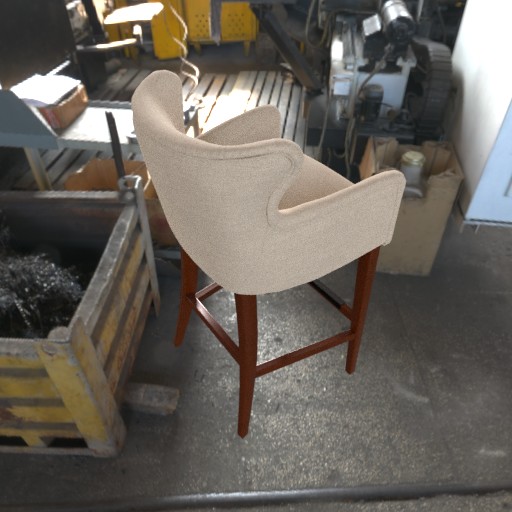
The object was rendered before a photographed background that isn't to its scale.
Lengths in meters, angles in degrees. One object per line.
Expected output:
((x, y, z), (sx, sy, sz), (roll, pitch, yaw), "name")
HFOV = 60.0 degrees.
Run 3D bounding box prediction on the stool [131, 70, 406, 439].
((0.000, 0.000, 1.367), (0.563, 1.034, 0.556), (-25, 47, -26), "stool")
